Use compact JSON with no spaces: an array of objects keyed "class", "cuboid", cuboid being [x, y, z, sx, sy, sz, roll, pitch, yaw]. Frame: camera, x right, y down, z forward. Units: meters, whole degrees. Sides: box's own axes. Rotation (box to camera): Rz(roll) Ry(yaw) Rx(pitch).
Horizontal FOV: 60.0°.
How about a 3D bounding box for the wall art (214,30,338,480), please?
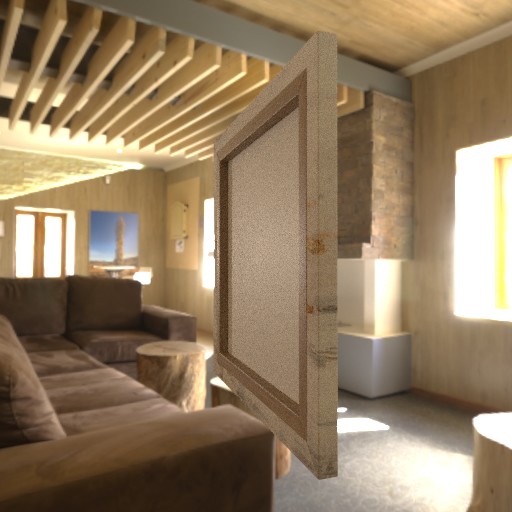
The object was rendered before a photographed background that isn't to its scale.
[{"class":"wall art","cuboid":[0.000,0.000,1.105,0.038,0.755,0.753,0,-1,-19]}]
